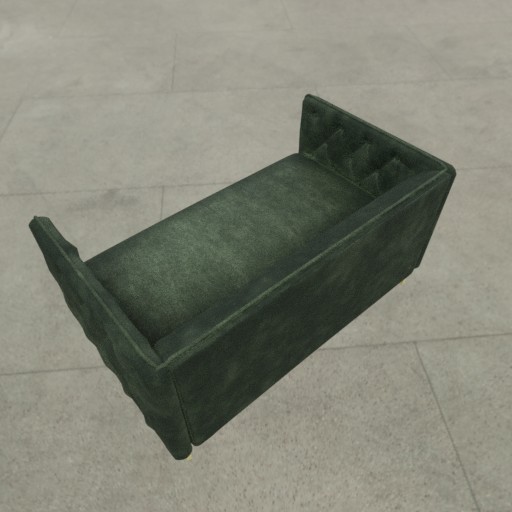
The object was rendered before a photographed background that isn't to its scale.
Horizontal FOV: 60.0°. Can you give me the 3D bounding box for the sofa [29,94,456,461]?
[{"bbox_3d":[0.000,0.000,2.017,1.537,0.768,0.895,-32,55,-26],"label":"sofa"}]
